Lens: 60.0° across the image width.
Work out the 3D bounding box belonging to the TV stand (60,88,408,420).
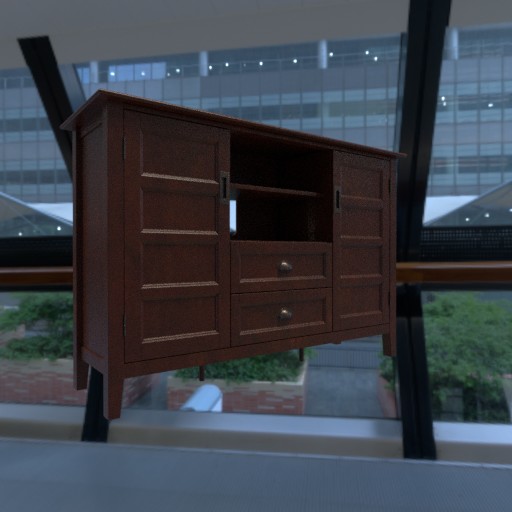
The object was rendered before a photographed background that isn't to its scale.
[{"bbox_3d":[0.000,0.000,1.775,1.372,0.915,0.445,0,1,-36],"label":"TV stand"}]
